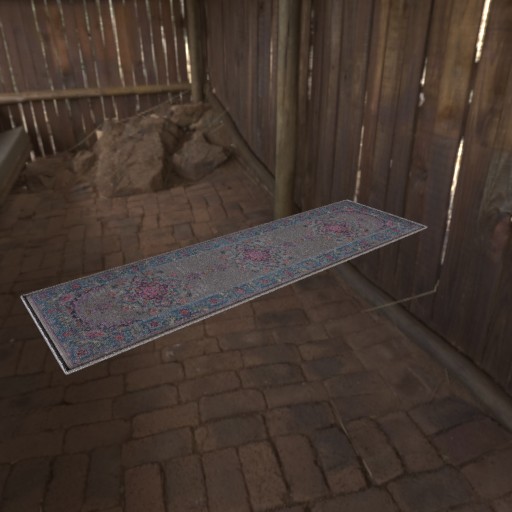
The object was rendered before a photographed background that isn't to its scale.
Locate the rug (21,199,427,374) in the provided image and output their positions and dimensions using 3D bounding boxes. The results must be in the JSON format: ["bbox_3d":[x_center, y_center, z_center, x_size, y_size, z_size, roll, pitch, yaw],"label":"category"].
[{"bbox_3d":[0.000,0.000,1.981,1.827,0.012,0.553,-19,32,-34],"label":"rug"}]
